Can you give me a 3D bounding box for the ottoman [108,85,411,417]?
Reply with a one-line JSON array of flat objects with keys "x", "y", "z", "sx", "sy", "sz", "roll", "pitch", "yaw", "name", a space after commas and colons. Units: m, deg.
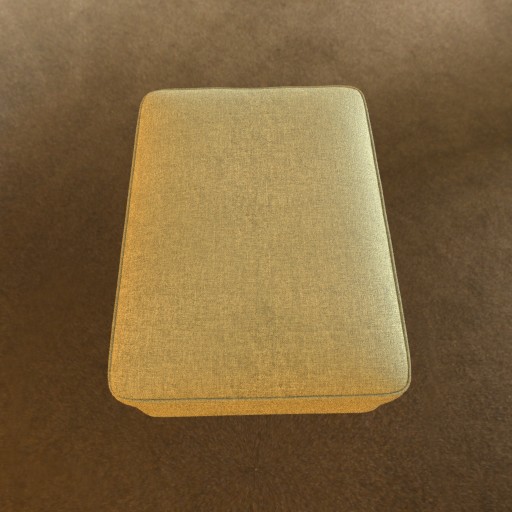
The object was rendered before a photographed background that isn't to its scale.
[{"x": 0.000, "y": 0.000, "z": 1.298, "sx": 0.661, "sy": 0.561, "sz": 0.889, "roll": -1, "pitch": 64, "yaw": -1, "name": "ottoman"}]
